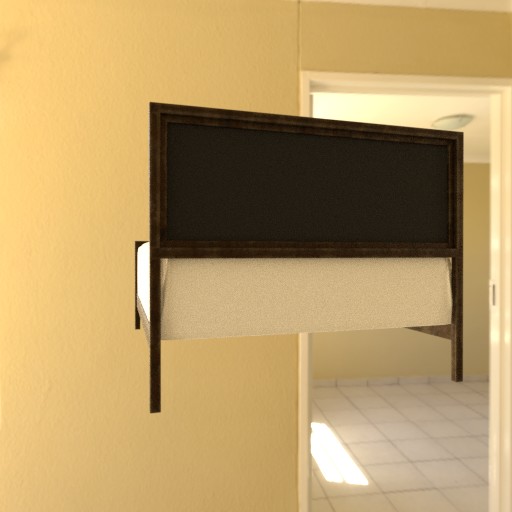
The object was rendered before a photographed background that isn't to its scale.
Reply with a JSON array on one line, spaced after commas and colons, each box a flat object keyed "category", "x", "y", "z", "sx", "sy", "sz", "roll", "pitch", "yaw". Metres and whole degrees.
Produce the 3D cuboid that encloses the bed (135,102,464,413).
[{"category": "bed", "x": 0.000, "y": 0.000, "z": 3.160, "sx": 1.607, "sy": 1.313, "sz": 2.221, "roll": 0, "pitch": 0, "yaw": -17}]
